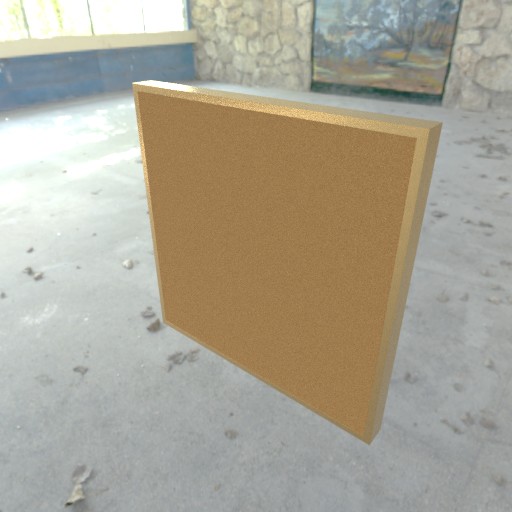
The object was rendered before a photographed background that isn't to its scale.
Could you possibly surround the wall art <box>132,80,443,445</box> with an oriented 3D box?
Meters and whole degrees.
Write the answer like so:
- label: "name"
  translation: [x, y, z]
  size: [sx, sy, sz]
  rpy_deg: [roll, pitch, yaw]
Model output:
- label: "wall art"
  translation: [0.000, 0.000, 0.749]
  size: [0.509, 0.509, 0.040]
  rpy_deg: [22, 36, 33]
